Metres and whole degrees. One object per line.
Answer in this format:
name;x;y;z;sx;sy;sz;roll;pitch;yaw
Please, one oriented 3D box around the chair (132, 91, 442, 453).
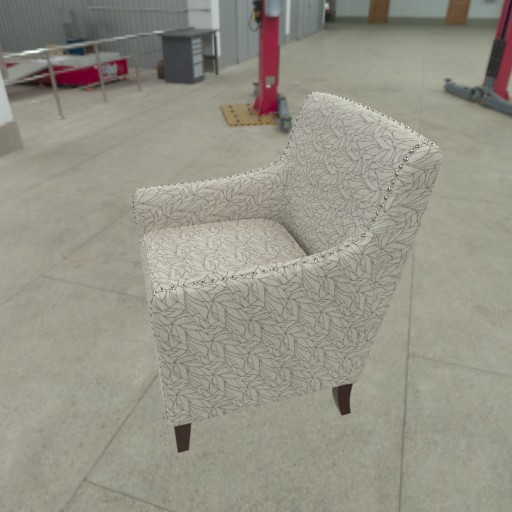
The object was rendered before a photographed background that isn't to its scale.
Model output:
chair;0.000;0.000;1.302;0.651;0.816;0.623;-9;32;-15
